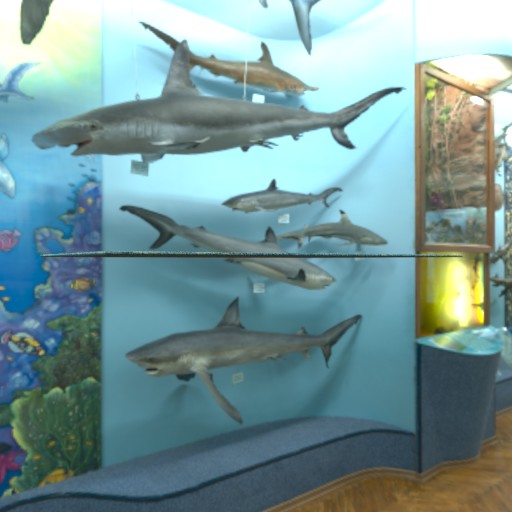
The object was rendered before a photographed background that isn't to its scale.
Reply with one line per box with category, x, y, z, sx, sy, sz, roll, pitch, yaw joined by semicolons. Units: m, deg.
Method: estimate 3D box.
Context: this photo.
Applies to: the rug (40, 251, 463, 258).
rug;0.000;0.000;3.007;2.438;0.015;1.524;0;-1;-34
